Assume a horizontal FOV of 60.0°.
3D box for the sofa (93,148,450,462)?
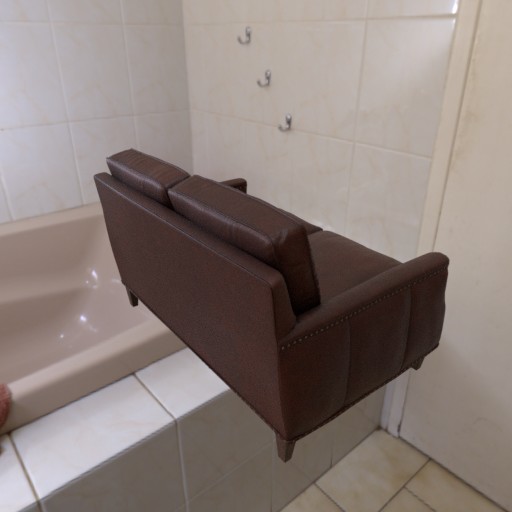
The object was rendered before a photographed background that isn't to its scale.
[{"bbox_3d":[0.000,0.000,2.294,1.083,1.003,1.628,-19,32,-33],"label":"sofa"}]
